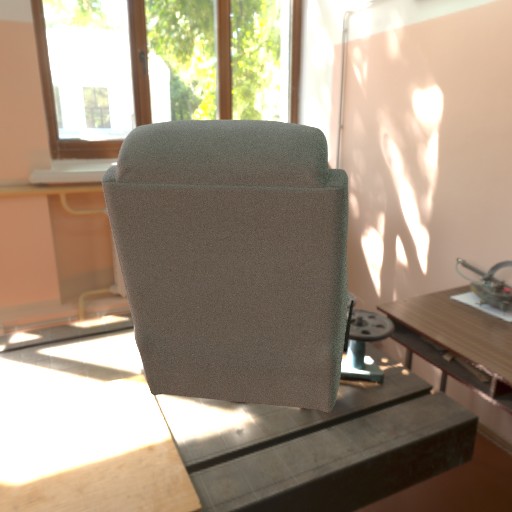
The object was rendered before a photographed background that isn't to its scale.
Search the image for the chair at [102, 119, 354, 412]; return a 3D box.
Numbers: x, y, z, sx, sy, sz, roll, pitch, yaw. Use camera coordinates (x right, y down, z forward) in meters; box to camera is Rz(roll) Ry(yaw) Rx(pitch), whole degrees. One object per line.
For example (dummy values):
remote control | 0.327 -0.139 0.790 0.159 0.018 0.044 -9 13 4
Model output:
chair | 0.000 0.000 1.742 0.798 1.013 1.043 3 16 9
